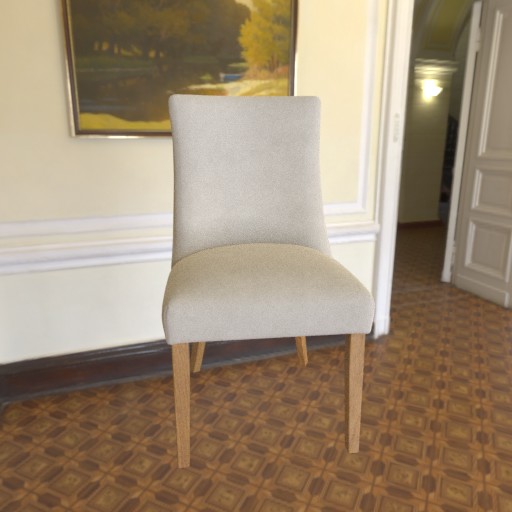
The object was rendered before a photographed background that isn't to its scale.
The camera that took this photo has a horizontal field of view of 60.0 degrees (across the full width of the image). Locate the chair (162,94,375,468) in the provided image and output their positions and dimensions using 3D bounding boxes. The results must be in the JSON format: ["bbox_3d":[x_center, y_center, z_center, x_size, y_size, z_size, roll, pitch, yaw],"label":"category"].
[{"bbox_3d":[0.000,0.000,1.255,0.495,0.902,0.610,-2,15,-7],"label":"chair"}]
